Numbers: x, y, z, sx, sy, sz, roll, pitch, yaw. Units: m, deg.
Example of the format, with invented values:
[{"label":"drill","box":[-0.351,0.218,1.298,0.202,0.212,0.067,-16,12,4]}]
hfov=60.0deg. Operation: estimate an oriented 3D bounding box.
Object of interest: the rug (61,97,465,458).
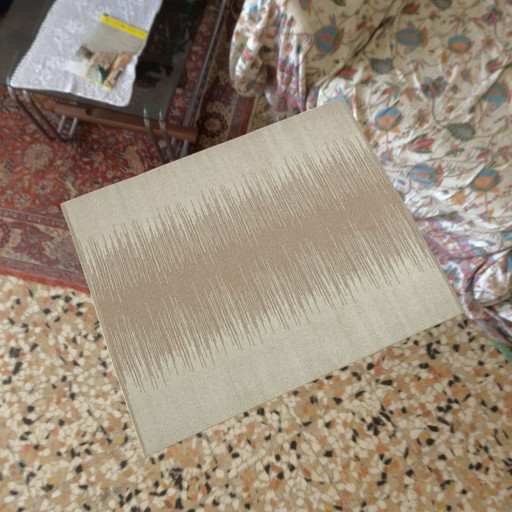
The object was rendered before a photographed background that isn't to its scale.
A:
[{"label":"rug","box":[0.000,0.000,4.106,3.048,0.013,2.438,-22,75,-6]}]
